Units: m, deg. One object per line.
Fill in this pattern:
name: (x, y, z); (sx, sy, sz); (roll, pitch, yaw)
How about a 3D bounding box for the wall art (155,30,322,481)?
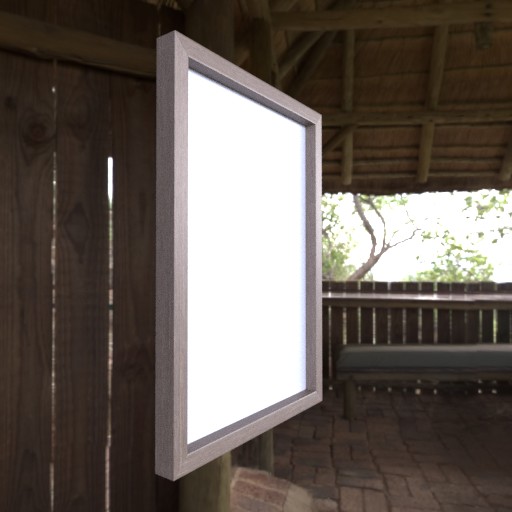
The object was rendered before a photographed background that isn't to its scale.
wall art: (0.000, 0.000, 0.655); (0.032, 0.510, 0.358); (-1, -1, 36)
